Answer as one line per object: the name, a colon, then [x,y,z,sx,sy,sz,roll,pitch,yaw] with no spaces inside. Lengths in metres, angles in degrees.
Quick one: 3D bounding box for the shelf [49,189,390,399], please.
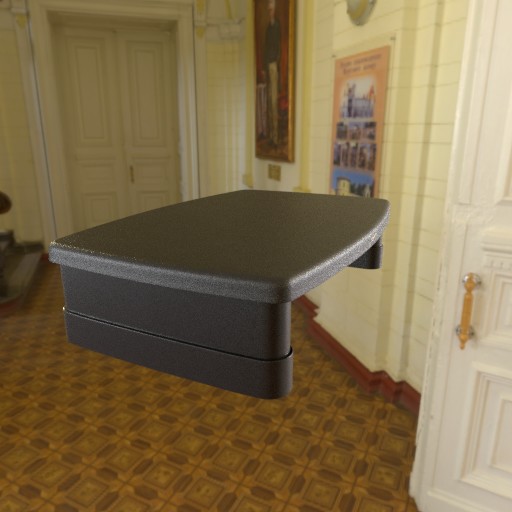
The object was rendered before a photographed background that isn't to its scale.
shelf: [0.000,0.000,0.537,0.280,0.100,0.410,8,18,25]
